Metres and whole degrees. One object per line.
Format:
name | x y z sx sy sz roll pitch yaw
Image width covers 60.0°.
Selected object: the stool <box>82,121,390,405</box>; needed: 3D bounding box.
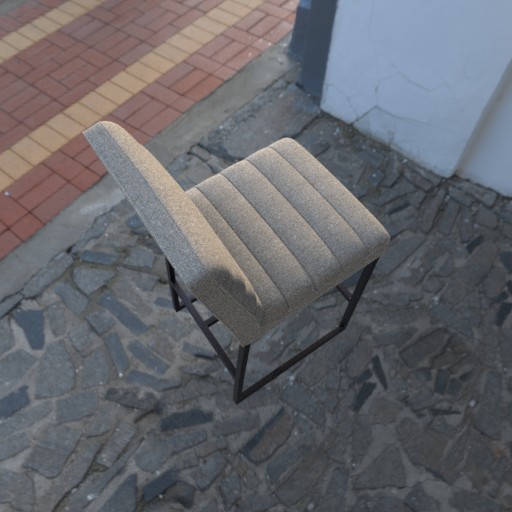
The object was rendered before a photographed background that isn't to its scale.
stool | 0.000 0.000 1.272 0.560 0.940 0.460 -30 64 -17
